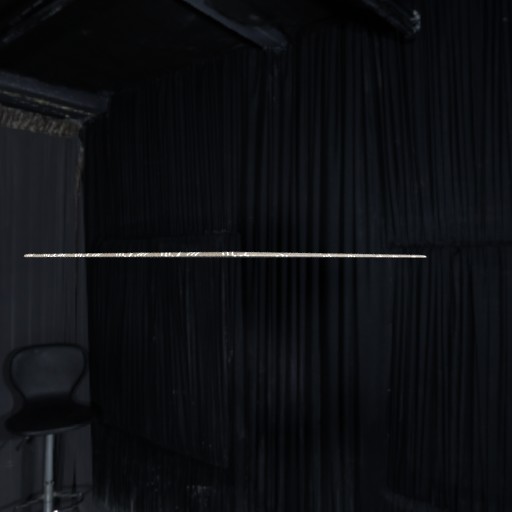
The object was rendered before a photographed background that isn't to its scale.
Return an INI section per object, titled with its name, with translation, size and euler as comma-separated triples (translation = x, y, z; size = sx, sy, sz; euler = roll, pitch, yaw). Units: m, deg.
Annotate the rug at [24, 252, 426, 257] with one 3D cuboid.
[rug]
translation = 0.000, 0.000, 2.356
size = 1.239, 0.012, 1.836
euler = 0, 0, 37
